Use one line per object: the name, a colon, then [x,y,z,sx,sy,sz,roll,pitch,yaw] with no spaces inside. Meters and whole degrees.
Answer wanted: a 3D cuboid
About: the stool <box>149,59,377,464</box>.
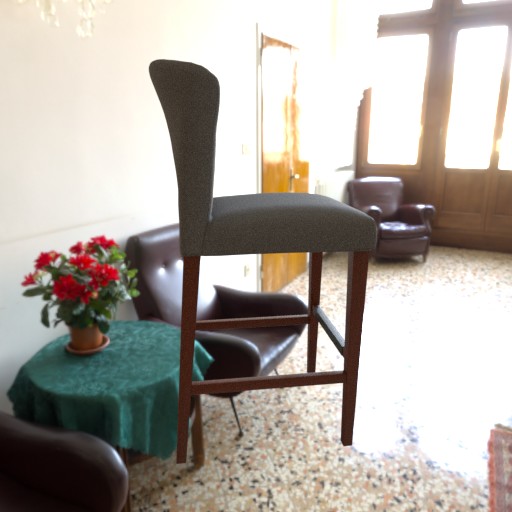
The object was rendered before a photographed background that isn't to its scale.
stool: [0.000,0.000,1.342,0.568,1.069,0.481,-2,15,-8]
